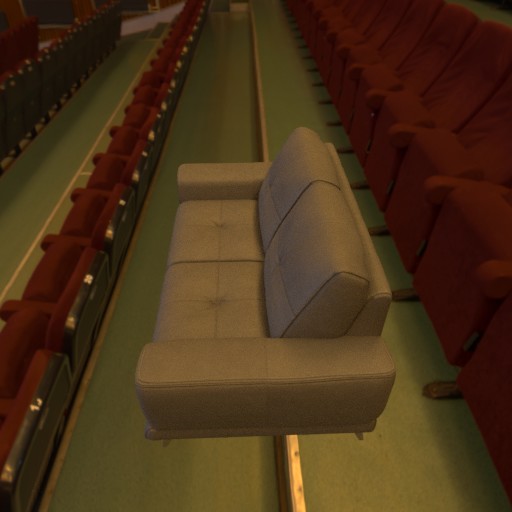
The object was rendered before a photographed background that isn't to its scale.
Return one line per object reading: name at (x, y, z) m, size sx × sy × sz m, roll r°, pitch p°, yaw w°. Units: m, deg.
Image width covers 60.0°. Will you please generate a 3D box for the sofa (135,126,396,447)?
sofa at (0.000, 0.000, 2.392) m, size 1.018 × 0.907 × 1.806 m, roll -1°, pitch 39°, yaw -2°
